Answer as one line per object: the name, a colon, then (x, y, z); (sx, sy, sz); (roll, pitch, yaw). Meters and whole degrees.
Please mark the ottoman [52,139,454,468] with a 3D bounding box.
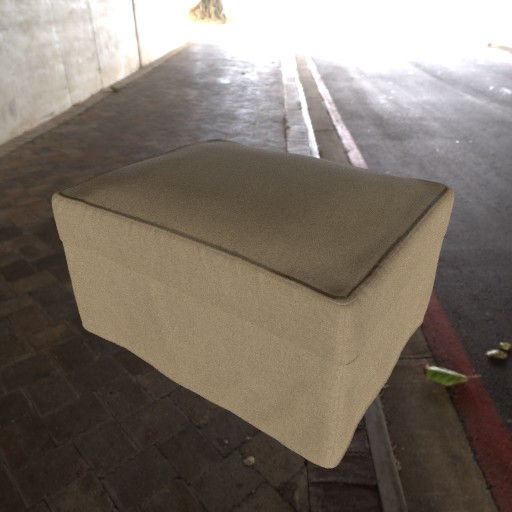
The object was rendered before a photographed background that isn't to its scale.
ottoman: (0.000, 0.000, 1.220); (0.833, 0.485, 0.650); (19, 36, 30)
